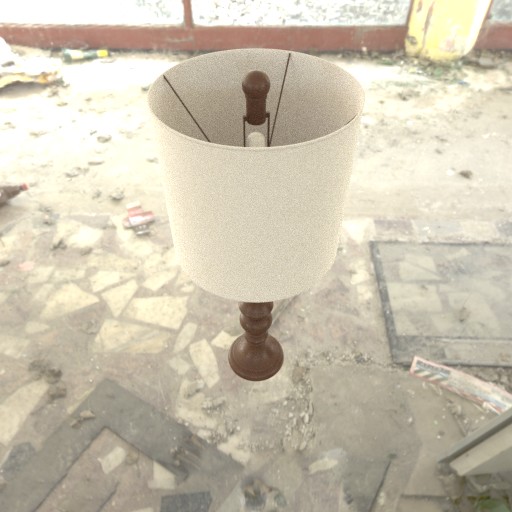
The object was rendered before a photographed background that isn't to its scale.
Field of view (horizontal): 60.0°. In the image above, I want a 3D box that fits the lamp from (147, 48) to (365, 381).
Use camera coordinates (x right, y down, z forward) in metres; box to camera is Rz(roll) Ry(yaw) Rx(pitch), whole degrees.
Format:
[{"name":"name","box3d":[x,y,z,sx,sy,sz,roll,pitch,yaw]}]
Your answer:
[{"name":"lamp","box3d":[0.000,0.000,0.713,0.250,0.597,0.250,16,48,15]}]
